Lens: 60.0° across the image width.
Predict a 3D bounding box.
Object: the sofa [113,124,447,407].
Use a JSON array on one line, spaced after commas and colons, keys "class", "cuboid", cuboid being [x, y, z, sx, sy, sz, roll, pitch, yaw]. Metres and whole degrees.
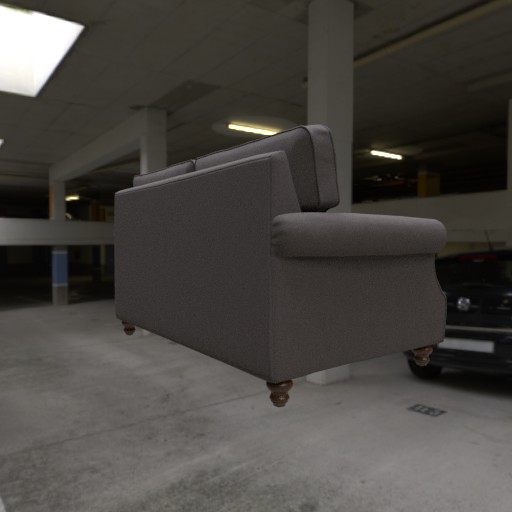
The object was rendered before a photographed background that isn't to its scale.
[{"class": "sofa", "cuboid": [0.000, 0.000, 2.231, 0.964, 0.937, 1.665, -1, 3, -36]}]
